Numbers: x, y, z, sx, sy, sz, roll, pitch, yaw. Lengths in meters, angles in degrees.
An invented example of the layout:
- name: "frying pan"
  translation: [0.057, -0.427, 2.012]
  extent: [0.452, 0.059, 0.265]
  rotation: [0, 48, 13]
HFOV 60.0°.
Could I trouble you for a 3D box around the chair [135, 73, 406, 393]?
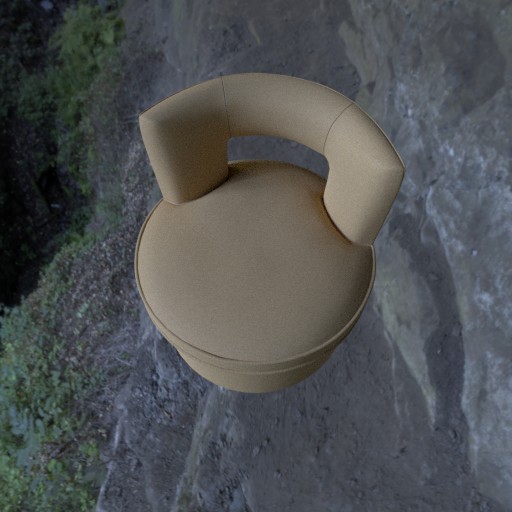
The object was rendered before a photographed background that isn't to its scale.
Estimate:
- name: "chair"
  translation: [0.000, 0.000, 1.240]
  extent: [0.650, 0.723, 0.665]
  rotation: [13, 60, 8]
